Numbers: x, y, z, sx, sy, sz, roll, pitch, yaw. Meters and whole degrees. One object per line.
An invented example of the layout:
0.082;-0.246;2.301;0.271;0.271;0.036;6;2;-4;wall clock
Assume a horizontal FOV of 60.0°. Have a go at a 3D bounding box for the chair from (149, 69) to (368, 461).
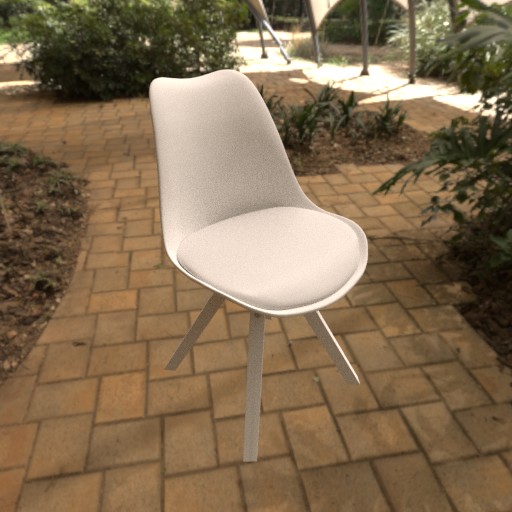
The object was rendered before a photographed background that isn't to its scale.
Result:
0.000;0.000;1.183;0.485;0.850;0.550;-23;38;-33;chair
